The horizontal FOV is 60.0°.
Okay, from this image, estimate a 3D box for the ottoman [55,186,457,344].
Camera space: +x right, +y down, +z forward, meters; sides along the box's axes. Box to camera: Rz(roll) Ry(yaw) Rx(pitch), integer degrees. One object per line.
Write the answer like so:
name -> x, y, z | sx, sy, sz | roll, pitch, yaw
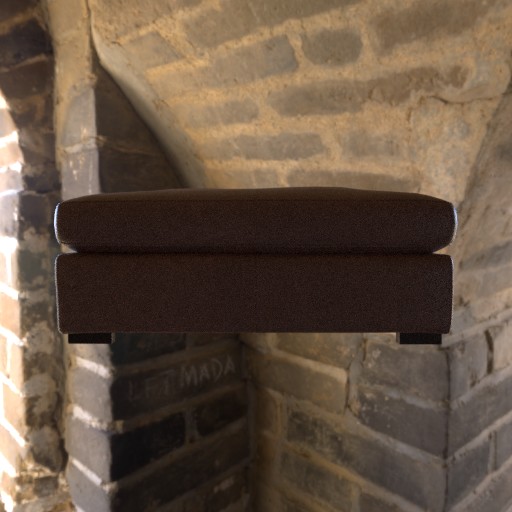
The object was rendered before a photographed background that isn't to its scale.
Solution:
ottoman -> 0.000, 0.000, 1.805 | 1.168, 0.490, 1.168 | 0, 1, 0
